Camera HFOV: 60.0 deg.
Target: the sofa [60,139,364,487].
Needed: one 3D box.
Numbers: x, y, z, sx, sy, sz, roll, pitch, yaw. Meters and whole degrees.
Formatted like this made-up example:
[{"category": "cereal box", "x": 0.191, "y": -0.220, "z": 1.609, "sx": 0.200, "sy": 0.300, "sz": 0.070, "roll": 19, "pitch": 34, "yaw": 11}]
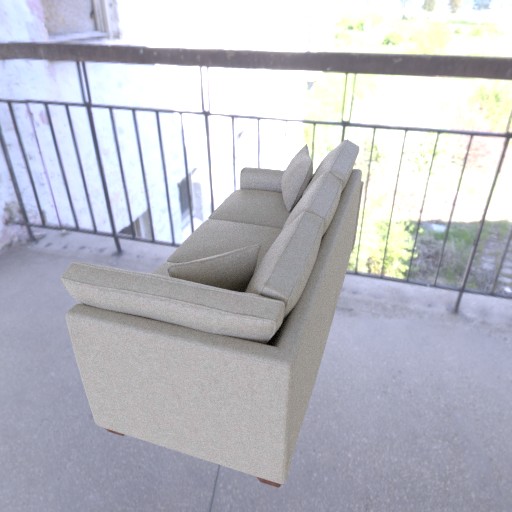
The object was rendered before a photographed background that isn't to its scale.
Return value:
[{"category": "sofa", "x": 0.000, "y": 0.000, "z": 2.795, "sx": 1.061, "sy": 0.962, "sz": 2.317, "roll": 9, "pitch": 32, "yaw": 16}]
